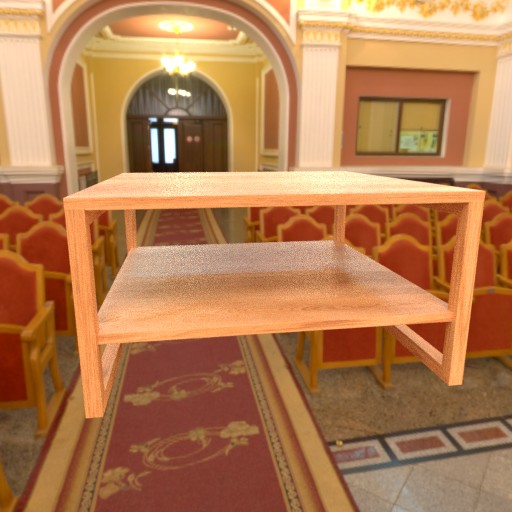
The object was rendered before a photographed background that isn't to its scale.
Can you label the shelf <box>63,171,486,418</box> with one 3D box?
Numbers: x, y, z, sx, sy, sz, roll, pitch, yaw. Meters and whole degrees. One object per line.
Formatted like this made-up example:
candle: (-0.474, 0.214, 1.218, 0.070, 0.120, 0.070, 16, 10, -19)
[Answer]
shelf: (0.000, 0.000, 1.411, 0.899, 0.480, 0.899, -2, 14, -9)
